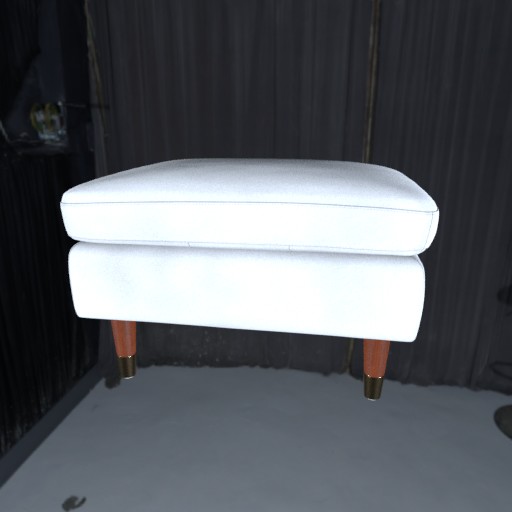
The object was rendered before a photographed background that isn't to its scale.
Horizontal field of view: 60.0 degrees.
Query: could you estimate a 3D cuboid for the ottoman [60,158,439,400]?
[{"bbox_3d":[0.000,0.000,1.120,0.747,0.478,0.593,2,17,8],"label":"ottoman"}]
